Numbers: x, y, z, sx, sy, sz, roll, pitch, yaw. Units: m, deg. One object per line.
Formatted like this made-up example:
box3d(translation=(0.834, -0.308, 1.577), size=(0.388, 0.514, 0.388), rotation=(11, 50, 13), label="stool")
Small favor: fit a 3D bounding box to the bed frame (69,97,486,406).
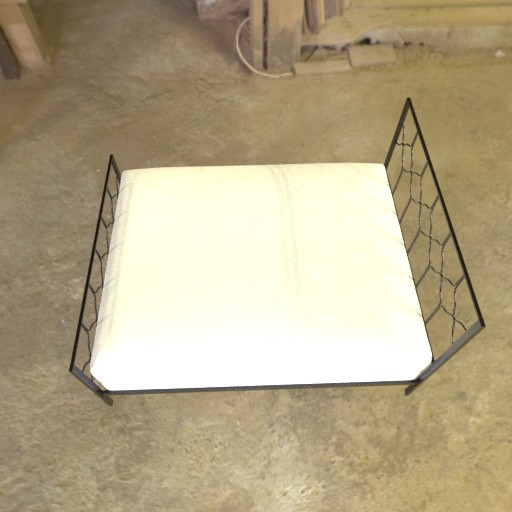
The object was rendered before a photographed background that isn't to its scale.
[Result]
box3d(translation=(0.000, 0.000, 2.958), size=(2.063, 1.222, 1.597), rotation=(-2, 58, -1), label="bed frame")
